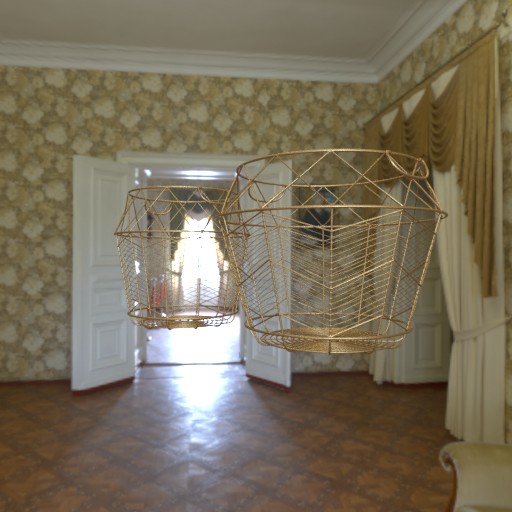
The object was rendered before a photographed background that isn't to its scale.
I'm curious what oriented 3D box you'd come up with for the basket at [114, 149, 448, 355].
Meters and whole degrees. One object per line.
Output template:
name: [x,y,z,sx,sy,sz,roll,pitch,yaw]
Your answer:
basket: [0.000,0.000,0.999,0.805,0.343,0.451,0,0,37]
